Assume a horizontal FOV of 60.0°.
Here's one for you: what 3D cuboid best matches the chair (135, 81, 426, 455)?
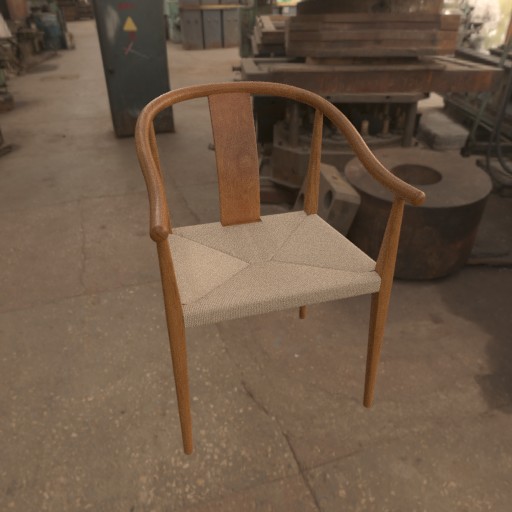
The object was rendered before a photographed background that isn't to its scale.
[{"bbox_3d":[0.000,0.000,1.204,0.556,0.800,0.579,-9,33,-14],"label":"chair"}]
